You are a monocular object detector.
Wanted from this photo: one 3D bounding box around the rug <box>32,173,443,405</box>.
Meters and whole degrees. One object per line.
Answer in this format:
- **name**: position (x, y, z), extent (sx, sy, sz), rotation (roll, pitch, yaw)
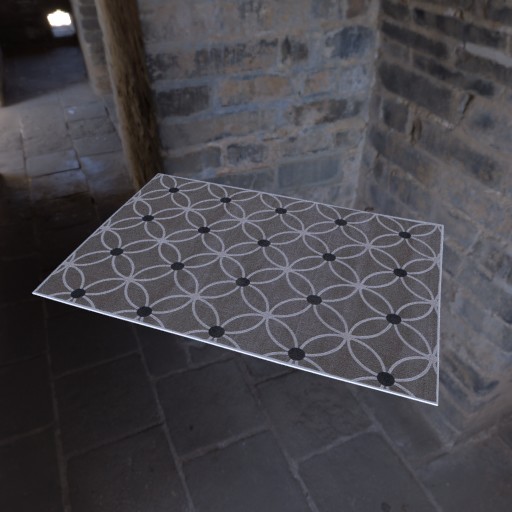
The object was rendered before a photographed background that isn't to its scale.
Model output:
- **rug**: position (0.000, 0.000, 2.872), extent (2.284, 0.008, 1.522), rotation (12, 41, 15)
